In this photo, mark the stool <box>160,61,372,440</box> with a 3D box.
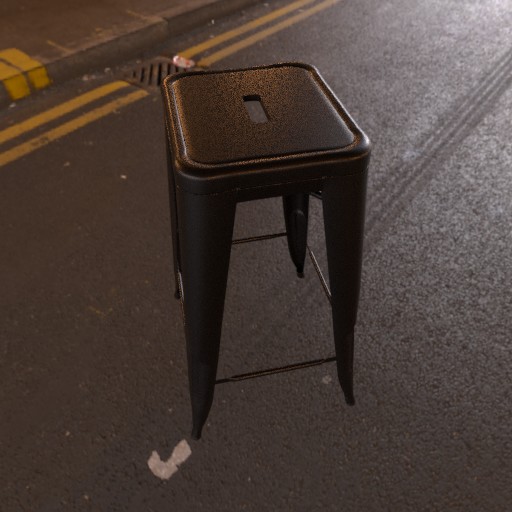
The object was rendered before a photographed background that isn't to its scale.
[{"bbox_3d":[0.000,0.000,0.845,0.359,0.609,0.399,-9,47,-9],"label":"stool"}]
